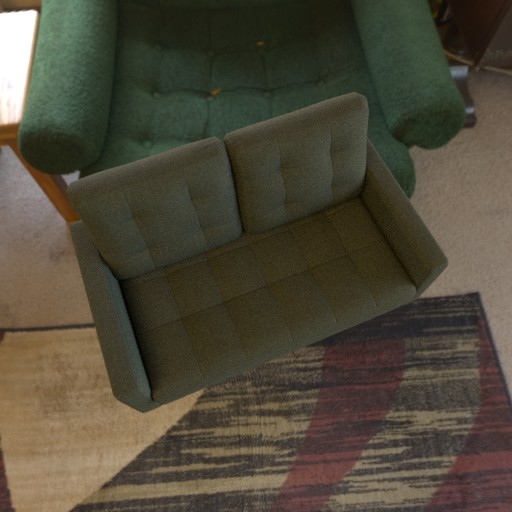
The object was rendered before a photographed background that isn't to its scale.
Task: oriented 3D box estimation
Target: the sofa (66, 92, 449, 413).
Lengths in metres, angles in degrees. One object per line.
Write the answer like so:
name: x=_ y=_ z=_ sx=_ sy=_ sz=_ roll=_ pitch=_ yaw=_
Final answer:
sofa: x=0.000 y=0.000 z=1.940 sx=1.407 sy=0.907 sz=0.842 roll=-20 pitch=66 yaw=-10
